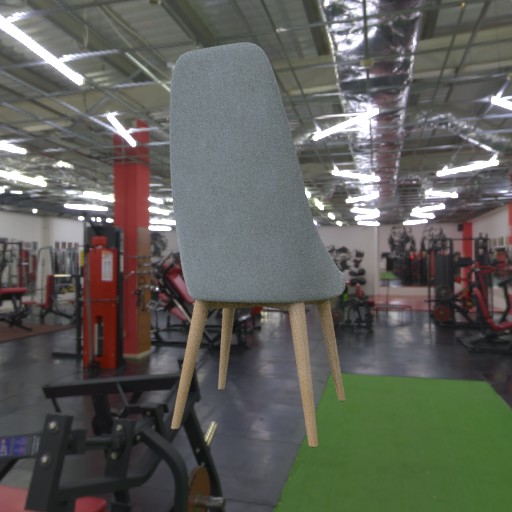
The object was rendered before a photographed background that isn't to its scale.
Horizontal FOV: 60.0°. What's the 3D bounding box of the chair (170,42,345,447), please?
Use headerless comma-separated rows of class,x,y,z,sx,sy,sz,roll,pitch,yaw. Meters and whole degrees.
chair,0.000,0.000,1.403,0.510,1.040,0.660,0,-1,18
